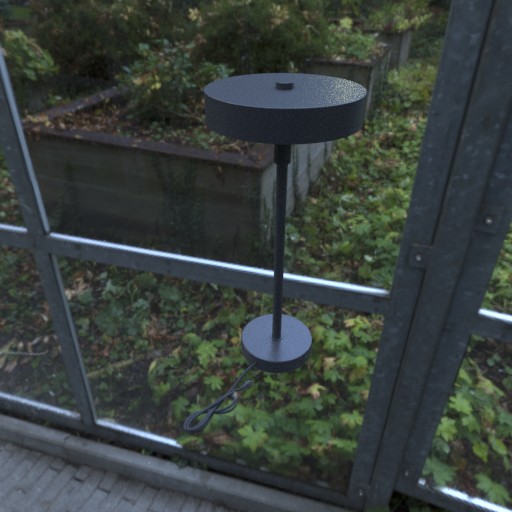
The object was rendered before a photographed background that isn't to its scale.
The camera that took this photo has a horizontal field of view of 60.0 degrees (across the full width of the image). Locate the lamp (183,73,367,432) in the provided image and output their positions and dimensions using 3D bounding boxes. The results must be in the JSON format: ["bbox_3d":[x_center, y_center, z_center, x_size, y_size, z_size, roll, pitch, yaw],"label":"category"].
[{"bbox_3d":[0.000,0.000,0.710,0.229,0.508,0.369,21,38,29],"label":"lamp"}]
